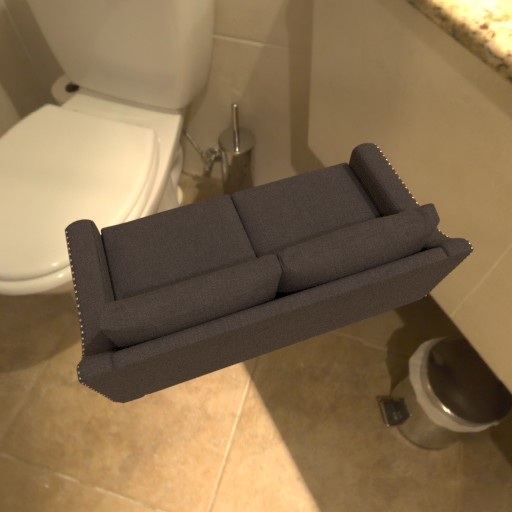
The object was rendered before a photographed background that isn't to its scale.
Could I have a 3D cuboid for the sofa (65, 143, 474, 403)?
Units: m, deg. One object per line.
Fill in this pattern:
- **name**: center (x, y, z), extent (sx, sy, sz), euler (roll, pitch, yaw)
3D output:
- **sofa**: center (0.000, 0.000, 3.315), extent (2.550, 1.196, 1.336), euler (-17, 60, -10)
